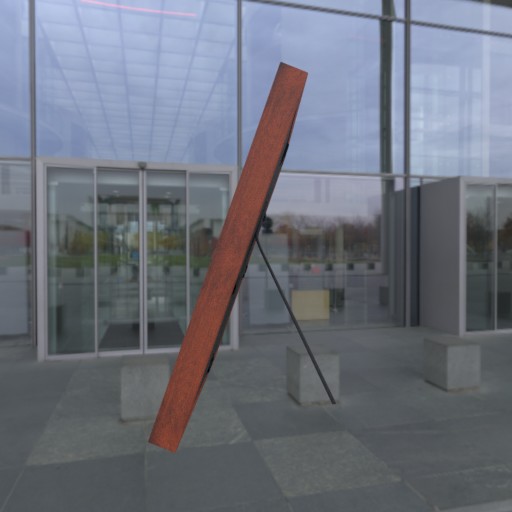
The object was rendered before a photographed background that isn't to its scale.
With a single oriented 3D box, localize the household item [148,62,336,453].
[{"bbox_3d":[0.000,0.000,0.391,0.131,0.240,0.240,0,1,1],"label":"household item"}]
